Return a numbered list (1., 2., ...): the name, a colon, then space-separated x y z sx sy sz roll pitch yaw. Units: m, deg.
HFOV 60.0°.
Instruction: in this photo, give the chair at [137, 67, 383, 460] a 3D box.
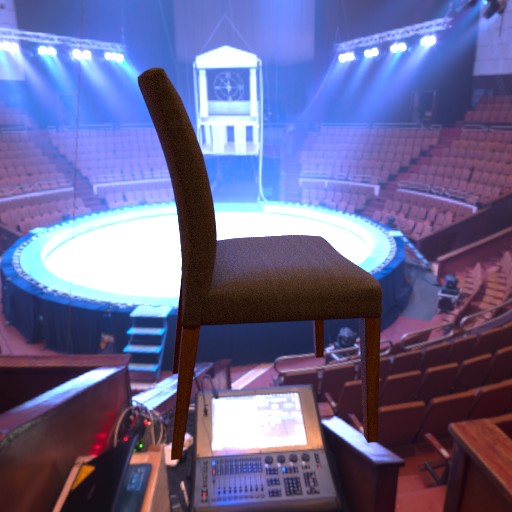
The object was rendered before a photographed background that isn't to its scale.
1. chair: 0.000 0.000 1.260 0.585 0.940 0.496 -3 17 -9
